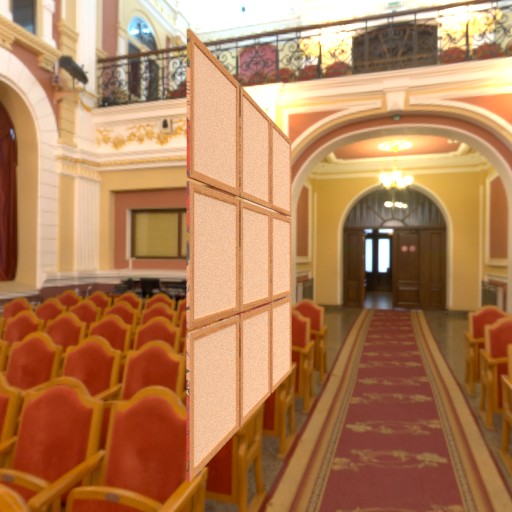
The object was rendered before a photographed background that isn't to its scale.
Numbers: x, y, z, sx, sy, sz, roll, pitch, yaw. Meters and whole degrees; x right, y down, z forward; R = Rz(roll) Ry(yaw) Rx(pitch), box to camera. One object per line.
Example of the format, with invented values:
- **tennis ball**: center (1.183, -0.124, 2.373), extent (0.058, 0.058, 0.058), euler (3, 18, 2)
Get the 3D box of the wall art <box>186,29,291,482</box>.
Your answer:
- **wall art**: center (0.000, 0.000, 2.224), extent (0.013, 1.534, 1.519), euler (0, 0, 18)
